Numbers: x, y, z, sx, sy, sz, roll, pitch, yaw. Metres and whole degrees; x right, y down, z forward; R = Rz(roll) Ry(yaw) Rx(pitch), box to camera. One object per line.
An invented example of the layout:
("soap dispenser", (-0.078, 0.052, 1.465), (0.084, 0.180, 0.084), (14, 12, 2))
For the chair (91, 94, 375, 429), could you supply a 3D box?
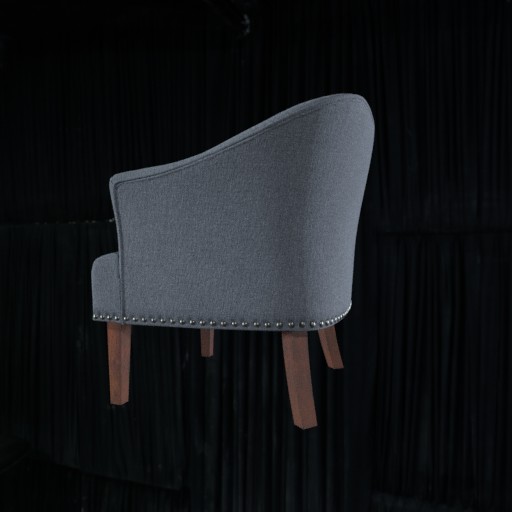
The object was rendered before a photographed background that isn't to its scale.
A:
("chair", (0.000, 0.000, 1.382), (0.704, 0.815, 0.798), (0, 1, 18))
